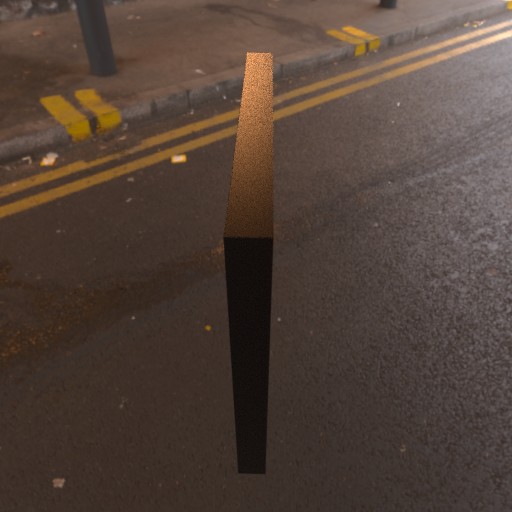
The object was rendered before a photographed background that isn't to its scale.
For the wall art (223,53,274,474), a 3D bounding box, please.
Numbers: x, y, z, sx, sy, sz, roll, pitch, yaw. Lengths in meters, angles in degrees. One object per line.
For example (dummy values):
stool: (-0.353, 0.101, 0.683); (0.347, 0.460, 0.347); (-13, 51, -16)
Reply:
wall art: (0.000, 0.000, 0.480); (0.029, 0.318, 0.327); (1, 42, 1)
